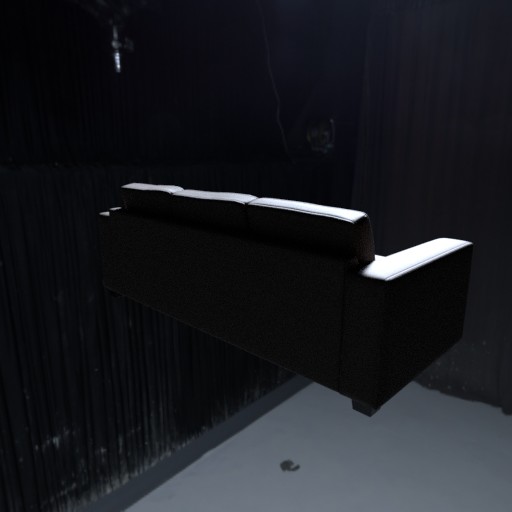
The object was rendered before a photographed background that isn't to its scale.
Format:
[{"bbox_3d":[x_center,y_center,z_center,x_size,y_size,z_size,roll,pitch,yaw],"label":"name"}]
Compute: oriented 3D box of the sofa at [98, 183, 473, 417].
[{"bbox_3d":[0.000,0.000,2.642,2.160,0.806,0.900,14,20,42],"label":"sofa"}]
